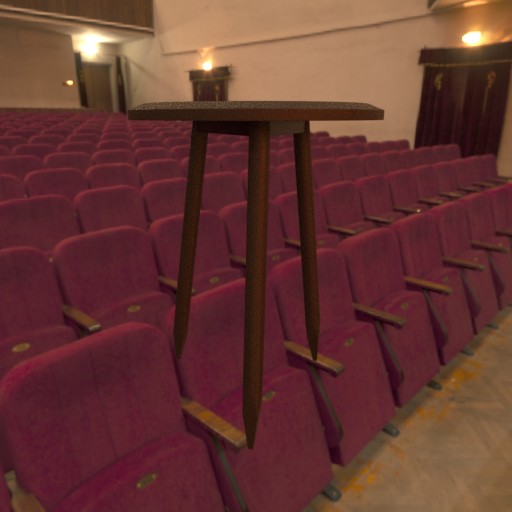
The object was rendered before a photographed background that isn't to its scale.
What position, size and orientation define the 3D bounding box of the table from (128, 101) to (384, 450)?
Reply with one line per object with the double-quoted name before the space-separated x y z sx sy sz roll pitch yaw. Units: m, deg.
"table" 0.000 0.000 0.904 0.457 0.585 0.457 0 18 0
